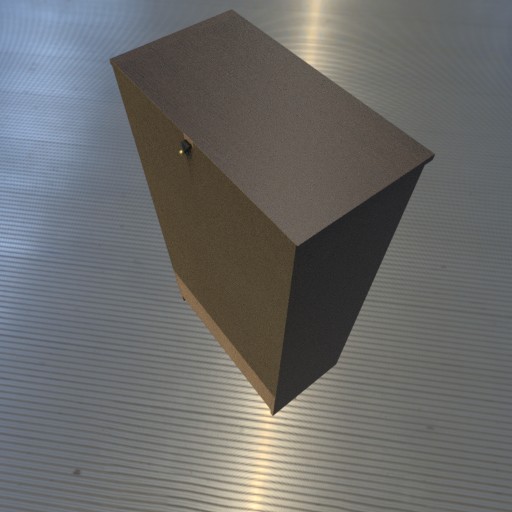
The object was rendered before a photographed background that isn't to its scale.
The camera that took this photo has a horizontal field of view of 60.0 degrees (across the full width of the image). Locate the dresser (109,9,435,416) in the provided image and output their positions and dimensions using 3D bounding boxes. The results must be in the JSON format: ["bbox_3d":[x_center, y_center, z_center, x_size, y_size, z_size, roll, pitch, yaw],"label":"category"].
[{"bbox_3d":[0.000,0.000,1.517,0.418,1.254,0.704,-33,63,-20],"label":"dresser"}]
